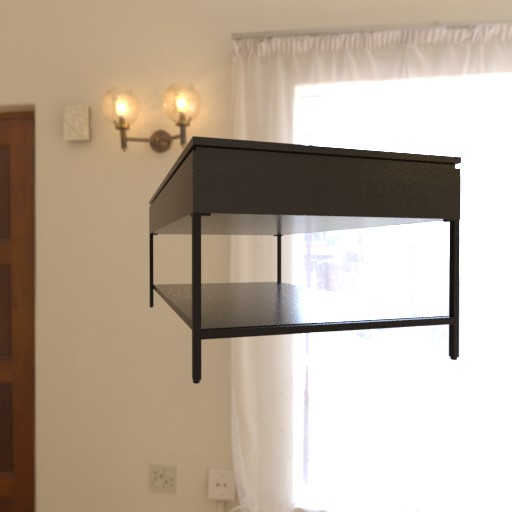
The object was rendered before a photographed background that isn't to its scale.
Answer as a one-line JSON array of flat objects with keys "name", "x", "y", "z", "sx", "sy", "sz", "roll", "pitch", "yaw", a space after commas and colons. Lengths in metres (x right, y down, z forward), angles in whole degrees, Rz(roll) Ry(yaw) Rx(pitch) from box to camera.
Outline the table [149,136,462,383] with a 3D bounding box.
[{"name": "table", "x": 0.000, "y": 0.000, "z": 1.382, "sx": 0.574, "sy": 0.435, "sz": 1.095, "roll": 0, "pitch": 1, "yaw": -17}]
